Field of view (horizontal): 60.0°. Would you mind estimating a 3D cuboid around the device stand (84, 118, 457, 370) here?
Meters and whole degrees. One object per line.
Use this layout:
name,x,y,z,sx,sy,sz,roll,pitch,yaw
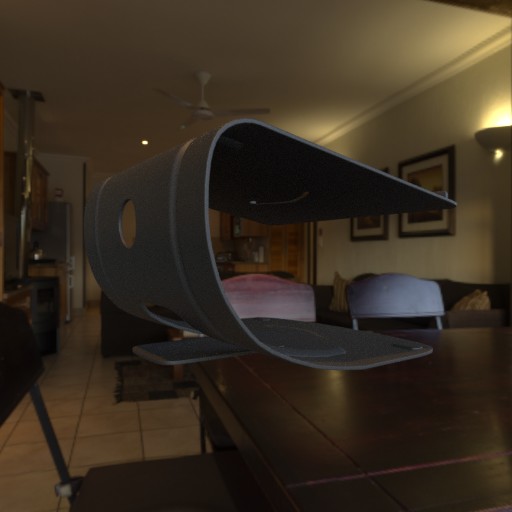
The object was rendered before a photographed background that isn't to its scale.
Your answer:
device stand,0.000,0.000,0.397,0.236,0.155,0.256,0,0,-36
